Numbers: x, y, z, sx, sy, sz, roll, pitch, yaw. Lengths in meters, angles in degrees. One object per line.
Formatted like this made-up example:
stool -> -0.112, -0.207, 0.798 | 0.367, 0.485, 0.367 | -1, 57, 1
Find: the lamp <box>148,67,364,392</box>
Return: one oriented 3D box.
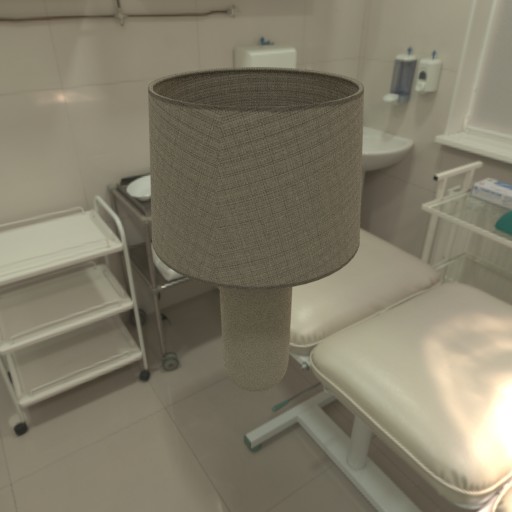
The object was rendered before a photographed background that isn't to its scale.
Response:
lamp -> 0.000, 0.000, 0.825 | 0.367, 0.609, 0.367 | 0, 31, 0
